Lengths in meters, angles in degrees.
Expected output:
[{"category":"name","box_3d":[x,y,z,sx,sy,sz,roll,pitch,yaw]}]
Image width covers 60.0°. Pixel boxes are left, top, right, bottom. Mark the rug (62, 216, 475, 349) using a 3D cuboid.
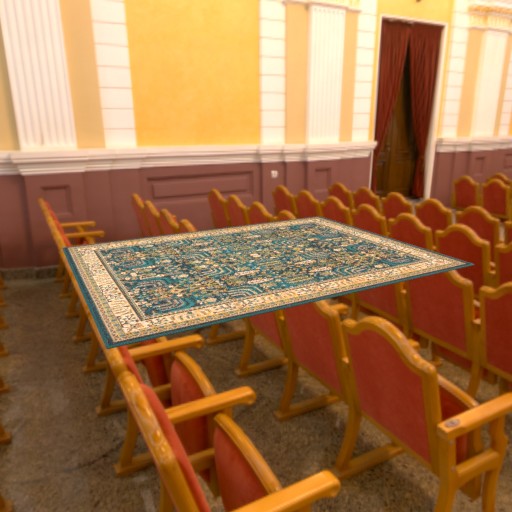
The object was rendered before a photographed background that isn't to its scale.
[{"category":"rug","box_3d":[0.000,0.000,4.027,3.044,0.015,2.226,-9,19,-27]}]
